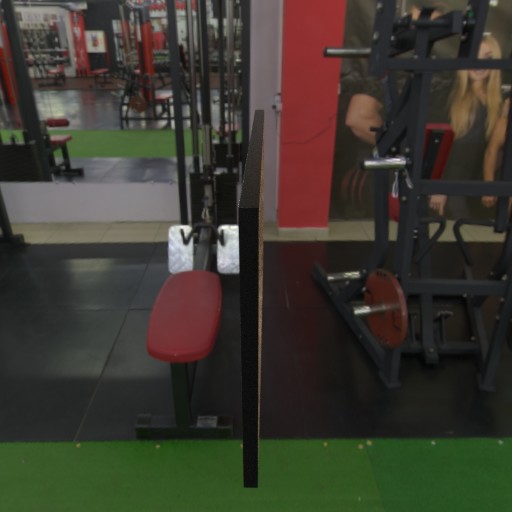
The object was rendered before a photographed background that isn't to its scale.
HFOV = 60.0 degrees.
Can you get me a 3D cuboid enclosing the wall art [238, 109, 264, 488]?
[{"bbox_3d":[0.000,0.000,0.857,0.022,0.446,0.659,1,27,1],"label":"wall art"}]
